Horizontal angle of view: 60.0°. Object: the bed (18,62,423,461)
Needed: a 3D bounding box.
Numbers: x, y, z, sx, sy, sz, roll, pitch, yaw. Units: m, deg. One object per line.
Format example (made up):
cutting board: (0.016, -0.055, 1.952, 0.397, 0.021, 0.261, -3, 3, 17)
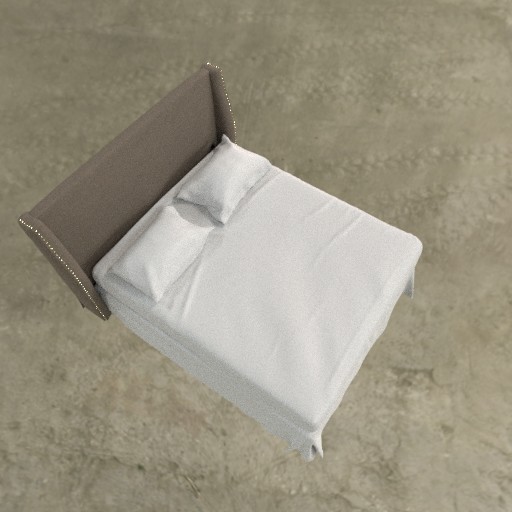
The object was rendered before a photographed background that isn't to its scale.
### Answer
bed: (0.000, 0.000, 3.323, 2.276, 1.332, 1.925, 30, 63, 17)
